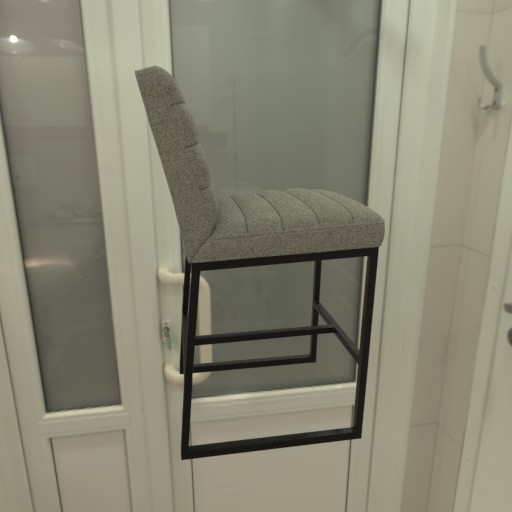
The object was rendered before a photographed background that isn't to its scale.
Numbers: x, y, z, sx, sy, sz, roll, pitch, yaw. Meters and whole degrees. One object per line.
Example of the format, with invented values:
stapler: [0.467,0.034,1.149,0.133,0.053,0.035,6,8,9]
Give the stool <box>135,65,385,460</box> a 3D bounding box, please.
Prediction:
stool: [0.000,0.000,1.247,0.560,0.940,0.460,-3,16,-9]
